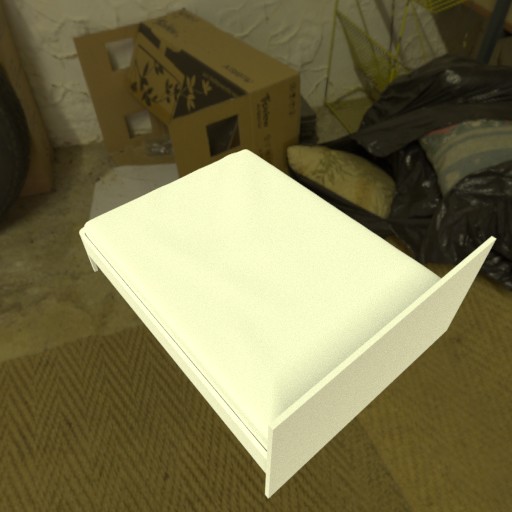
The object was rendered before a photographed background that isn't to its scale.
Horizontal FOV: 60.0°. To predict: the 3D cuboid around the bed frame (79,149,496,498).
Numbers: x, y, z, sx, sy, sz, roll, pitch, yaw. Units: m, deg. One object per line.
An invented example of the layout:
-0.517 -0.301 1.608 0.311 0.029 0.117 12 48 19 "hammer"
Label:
0.000 0.000 2.682 1.490 0.800 1.950 -31 54 -27 "bed frame"
